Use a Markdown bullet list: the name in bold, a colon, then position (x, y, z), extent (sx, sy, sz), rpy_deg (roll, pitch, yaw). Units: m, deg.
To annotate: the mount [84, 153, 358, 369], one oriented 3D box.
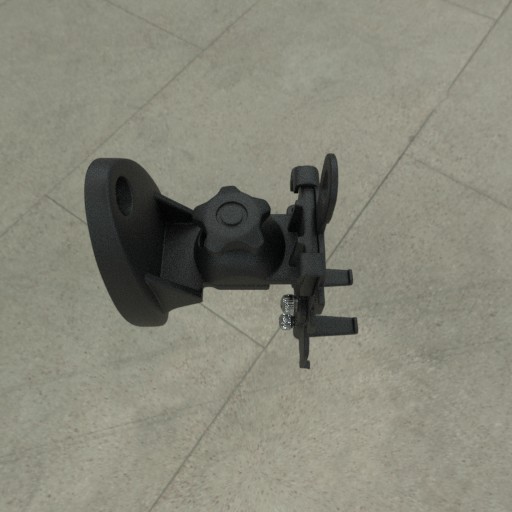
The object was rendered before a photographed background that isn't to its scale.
- **mount**: position (0.000, 0.000, 0.178), extent (0.100, 0.118, 0.066), rpy_deg (0, 64, 0)
